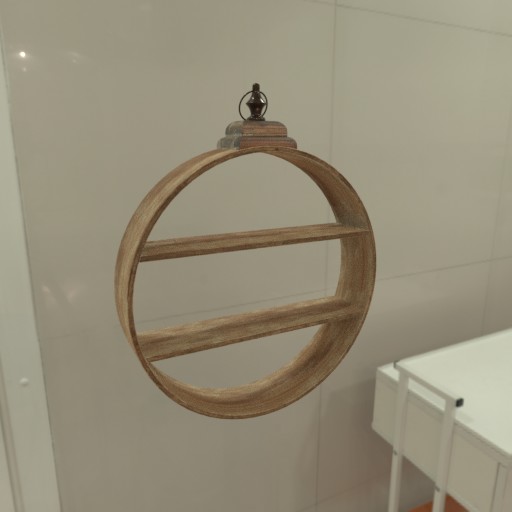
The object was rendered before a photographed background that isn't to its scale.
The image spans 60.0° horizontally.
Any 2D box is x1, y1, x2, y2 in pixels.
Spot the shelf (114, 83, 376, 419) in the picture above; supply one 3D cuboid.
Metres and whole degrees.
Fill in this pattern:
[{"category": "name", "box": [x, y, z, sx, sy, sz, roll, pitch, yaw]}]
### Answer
[{"category": "shelf", "box": [0.000, 0.000, 0.990, 0.601, 0.725, 0.125, -7, 16, -27]}]
